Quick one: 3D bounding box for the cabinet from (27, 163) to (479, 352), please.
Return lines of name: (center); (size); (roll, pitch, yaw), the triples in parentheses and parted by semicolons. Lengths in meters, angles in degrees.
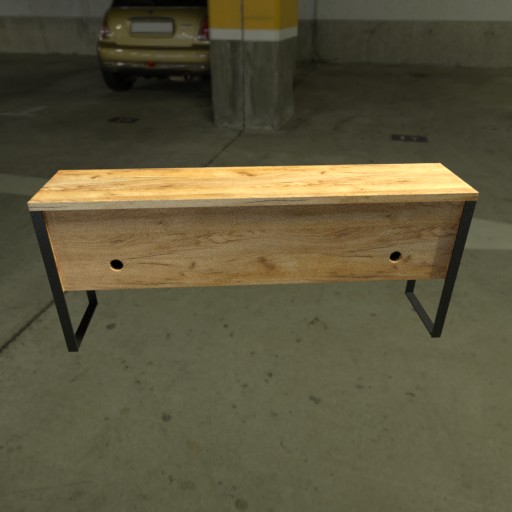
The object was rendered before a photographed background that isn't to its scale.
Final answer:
cabinet: (0.000, 0.000, 2.124); (1.800, 0.762, 0.395); (-2, 30, -3)
